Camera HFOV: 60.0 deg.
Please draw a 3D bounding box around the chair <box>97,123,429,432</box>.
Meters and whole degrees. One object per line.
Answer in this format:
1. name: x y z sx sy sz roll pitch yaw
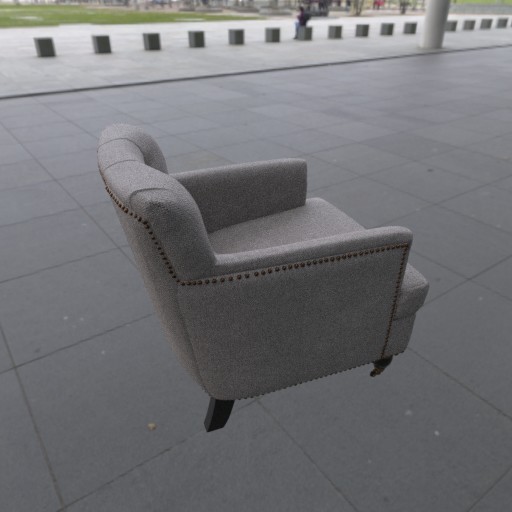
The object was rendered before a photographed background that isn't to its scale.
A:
1. chair: 0.000 0.000 1.510 0.902 0.823 0.737 -11 32 -18
